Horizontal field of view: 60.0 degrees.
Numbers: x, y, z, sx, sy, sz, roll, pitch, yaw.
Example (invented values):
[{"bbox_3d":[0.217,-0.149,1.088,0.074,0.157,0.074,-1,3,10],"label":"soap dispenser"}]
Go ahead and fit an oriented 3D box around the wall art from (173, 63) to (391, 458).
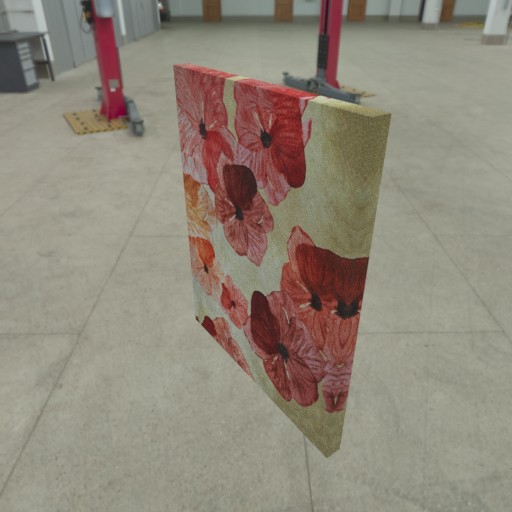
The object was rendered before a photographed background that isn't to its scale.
[{"bbox_3d":[0.000,0.000,0.688,0.028,0.508,0.406,-20,37,-30],"label":"wall art"}]
